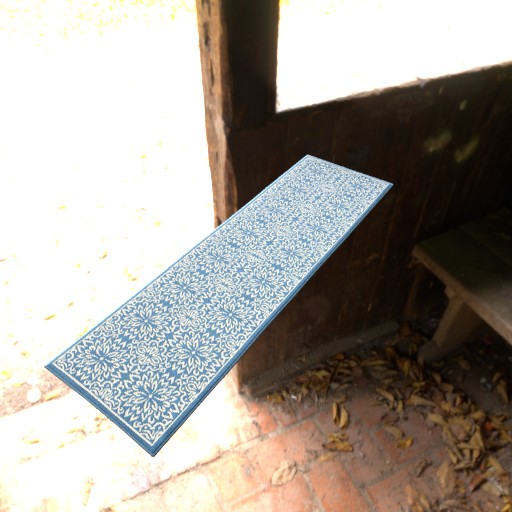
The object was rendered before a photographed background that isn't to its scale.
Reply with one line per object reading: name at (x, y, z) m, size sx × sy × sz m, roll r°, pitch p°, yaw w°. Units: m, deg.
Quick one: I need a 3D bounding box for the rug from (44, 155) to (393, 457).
rug at (0.000, 0.000, 2.411) m, size 0.662 × 0.011 × 2.196 m, roll 26°, pitch 48°, yaw 25°
